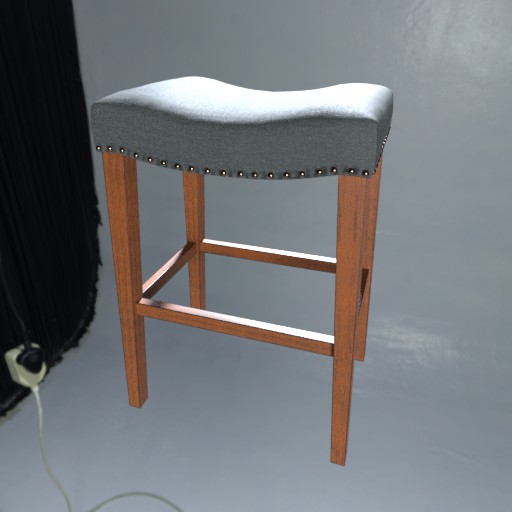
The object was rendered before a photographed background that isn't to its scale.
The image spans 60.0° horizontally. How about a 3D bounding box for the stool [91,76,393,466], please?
[{"bbox_3d":[0.000,0.000,0.840,0.439,0.612,0.320,9,29,17],"label":"stool"}]
